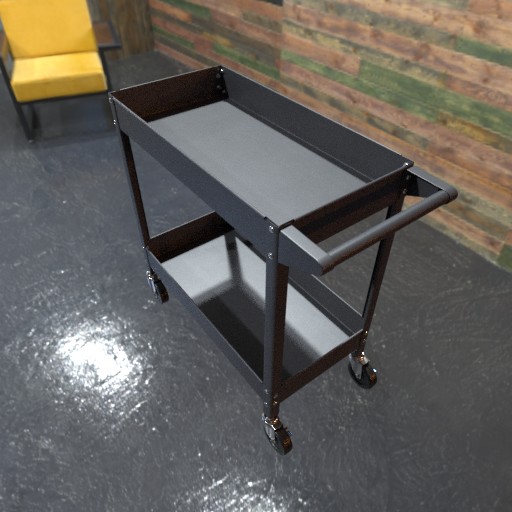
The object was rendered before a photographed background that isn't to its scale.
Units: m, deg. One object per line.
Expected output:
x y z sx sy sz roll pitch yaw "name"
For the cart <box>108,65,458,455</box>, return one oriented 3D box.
0.000 0.000 1.179 0.366 0.719 0.779 -27 48 -27 "cart"
